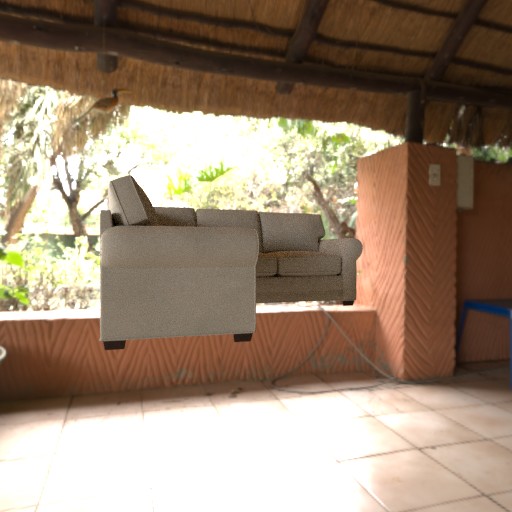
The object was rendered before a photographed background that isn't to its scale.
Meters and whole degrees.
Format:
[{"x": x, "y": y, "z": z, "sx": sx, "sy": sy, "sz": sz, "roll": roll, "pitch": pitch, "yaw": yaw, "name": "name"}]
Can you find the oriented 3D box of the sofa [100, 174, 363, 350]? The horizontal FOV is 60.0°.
[{"x": 0.000, "y": 0.000, "z": 3.977, "sx": 2.569, "sy": 1.054, "sz": 2.487, "roll": 0, "pitch": 1, "yaw": -17, "name": "sofa"}]
